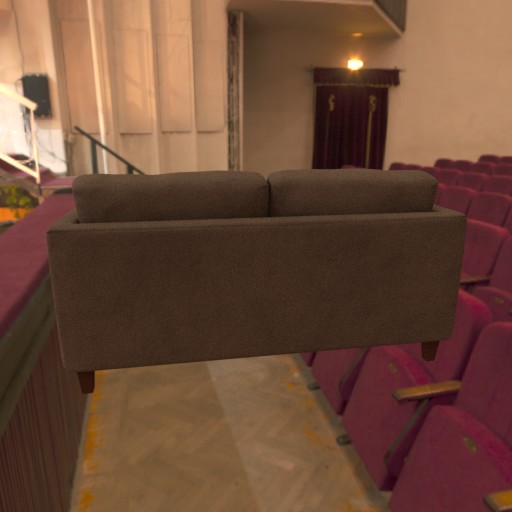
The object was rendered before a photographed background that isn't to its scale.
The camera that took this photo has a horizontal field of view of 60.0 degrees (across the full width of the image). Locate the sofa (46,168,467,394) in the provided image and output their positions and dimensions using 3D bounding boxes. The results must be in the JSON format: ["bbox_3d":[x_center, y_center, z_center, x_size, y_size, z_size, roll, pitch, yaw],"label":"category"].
[{"bbox_3d":[0.000,0.000,2.415,1.884,0.963,0.950,-3,16,-10],"label":"sofa"}]
